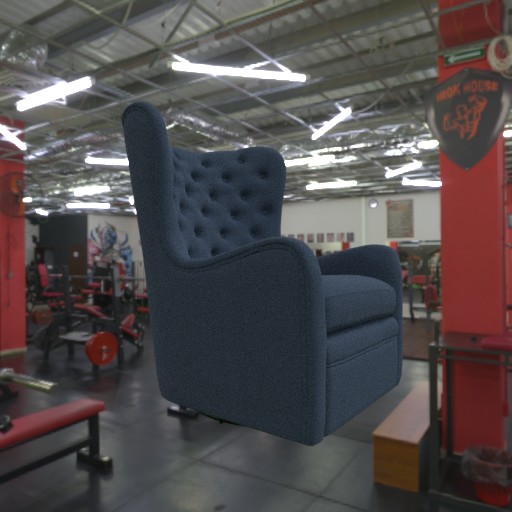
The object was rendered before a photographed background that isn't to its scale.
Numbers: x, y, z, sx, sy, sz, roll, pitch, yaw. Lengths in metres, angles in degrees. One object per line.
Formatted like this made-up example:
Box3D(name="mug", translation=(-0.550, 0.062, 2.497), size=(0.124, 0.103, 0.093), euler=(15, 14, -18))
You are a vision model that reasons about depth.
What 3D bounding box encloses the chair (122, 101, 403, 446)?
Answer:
Box3D(name="chair", translation=(0.000, 0.000, 1.734), size=(0.930, 1.079, 0.831), euler=(0, 0, 35))
